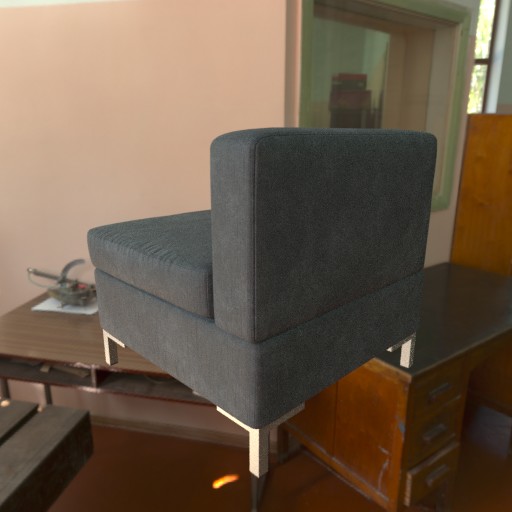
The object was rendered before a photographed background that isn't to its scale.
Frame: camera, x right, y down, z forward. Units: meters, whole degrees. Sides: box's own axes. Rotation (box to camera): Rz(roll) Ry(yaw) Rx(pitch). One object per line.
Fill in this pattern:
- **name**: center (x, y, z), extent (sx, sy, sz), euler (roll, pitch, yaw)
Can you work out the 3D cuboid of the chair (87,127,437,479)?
- **chair**: center (0.000, 0.000, 1.200), extent (0.680, 0.660, 0.680), euler (-14, 21, -42)
